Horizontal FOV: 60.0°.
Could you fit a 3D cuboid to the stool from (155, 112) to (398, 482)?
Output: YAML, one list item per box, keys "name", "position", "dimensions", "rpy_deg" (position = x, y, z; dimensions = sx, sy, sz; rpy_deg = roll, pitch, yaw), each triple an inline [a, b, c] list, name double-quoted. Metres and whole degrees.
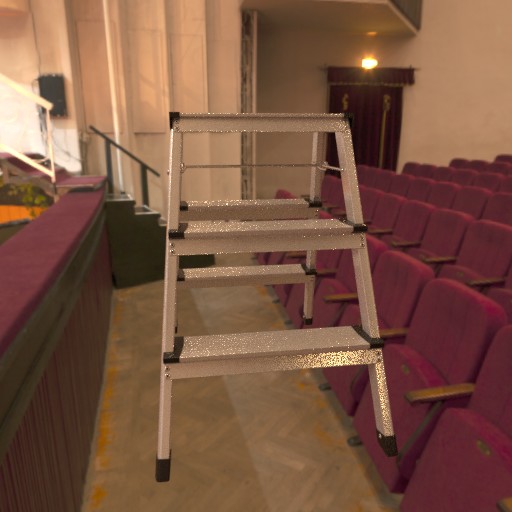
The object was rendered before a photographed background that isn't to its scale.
- name: "stool"
  position: [0.000, 0.000, 0.992]
  dimensions: [0.437, 0.605, 0.622]
  rpy_deg: [-2, 16, -8]
